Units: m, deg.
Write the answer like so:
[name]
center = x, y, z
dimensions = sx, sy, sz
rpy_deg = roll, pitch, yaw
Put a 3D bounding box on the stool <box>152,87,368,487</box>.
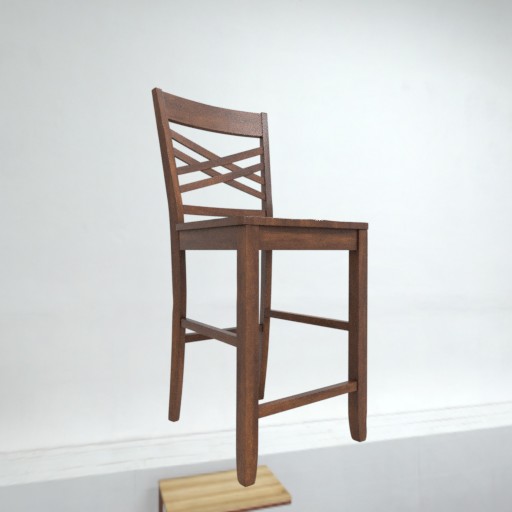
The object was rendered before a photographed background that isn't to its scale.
[stool]
center = 0.000, 0.000, 1.372
dimensions = 0.462, 1.079, 0.539
rpy_deg = -1, 1, -37
